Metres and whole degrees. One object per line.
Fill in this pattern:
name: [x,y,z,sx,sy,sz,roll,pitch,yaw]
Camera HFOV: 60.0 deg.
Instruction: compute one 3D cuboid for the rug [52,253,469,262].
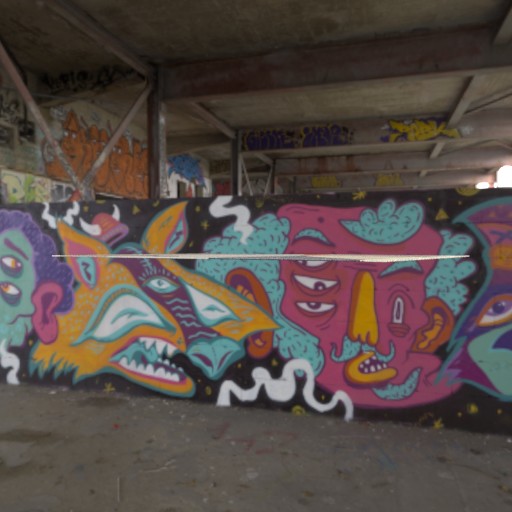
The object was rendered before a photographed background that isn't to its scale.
rug: [0.000,0.000,2.322,1.828,0.005,1.220,1,1,36]
